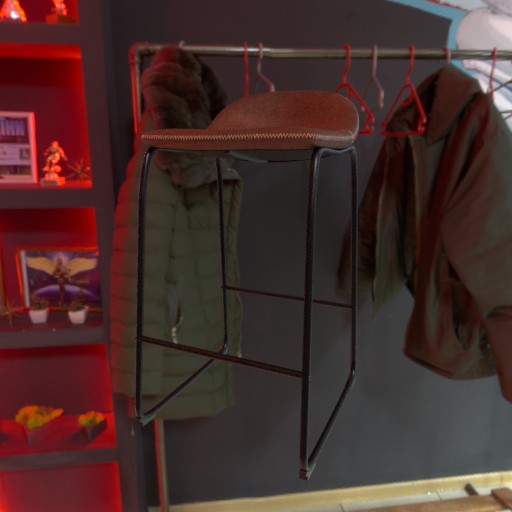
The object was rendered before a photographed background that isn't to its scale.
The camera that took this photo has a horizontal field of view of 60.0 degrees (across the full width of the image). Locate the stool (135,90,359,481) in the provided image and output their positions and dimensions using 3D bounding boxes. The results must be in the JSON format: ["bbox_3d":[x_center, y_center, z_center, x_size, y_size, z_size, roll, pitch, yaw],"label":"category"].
[{"bbox_3d":[0.000,0.000,1.124,0.454,0.830,0.473,7,16,24],"label":"stool"}]
